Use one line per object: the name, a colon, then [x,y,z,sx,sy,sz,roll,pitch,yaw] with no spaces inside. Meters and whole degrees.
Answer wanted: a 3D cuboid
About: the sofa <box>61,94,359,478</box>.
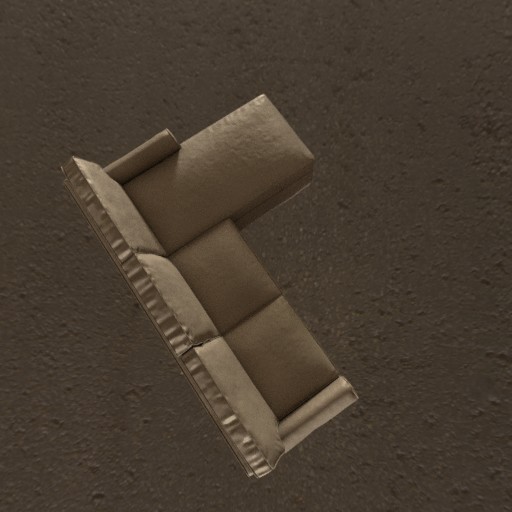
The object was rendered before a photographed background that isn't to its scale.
sofa: [0.000,0.000,3.327,1.733,0.978,2.475,-34,79,-8]
